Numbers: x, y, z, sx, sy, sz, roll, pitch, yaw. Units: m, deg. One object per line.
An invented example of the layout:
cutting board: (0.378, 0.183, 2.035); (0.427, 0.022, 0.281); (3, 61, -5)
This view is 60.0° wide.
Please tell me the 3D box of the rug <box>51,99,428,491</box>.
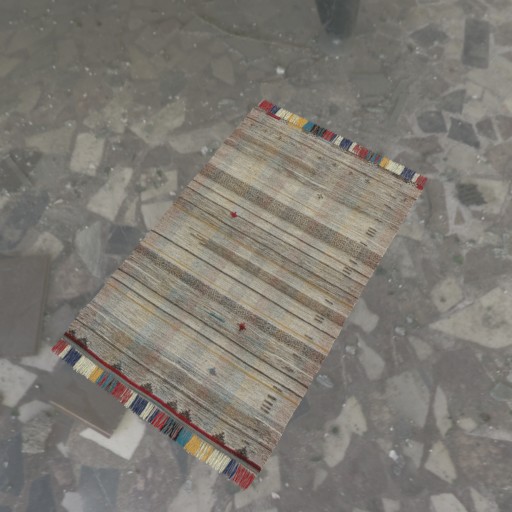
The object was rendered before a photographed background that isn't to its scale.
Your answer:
rug: (0.000, 0.000, 2.991); (1.465, 0.012, 2.465); (30, 68, 13)
